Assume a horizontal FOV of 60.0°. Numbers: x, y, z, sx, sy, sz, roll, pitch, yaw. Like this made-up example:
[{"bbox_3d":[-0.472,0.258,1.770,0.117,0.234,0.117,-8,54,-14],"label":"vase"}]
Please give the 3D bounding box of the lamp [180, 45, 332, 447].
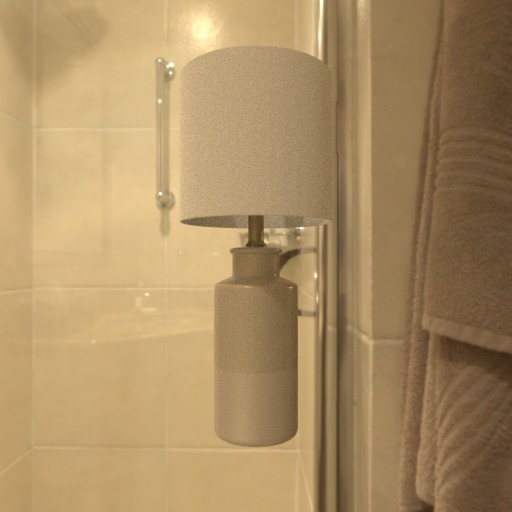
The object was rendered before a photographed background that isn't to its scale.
[{"bbox_3d":[0.000,0.000,0.623,0.212,0.493,0.212,1,-1,-36],"label":"lamp"}]
